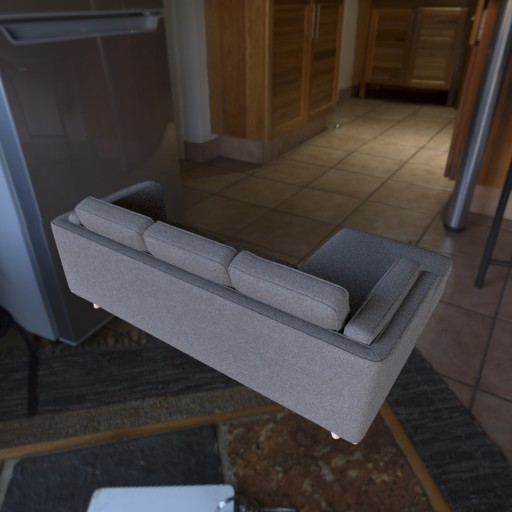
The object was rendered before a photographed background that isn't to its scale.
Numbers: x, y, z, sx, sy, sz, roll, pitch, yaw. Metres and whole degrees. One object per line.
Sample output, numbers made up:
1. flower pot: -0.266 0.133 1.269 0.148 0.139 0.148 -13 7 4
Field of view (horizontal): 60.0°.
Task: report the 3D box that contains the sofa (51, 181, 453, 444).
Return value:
1. sofa: 0.000 0.000 3.151 2.411 0.929 1.604 20 37 29
